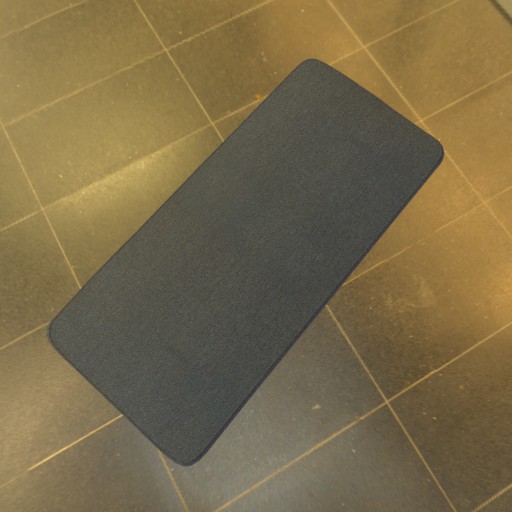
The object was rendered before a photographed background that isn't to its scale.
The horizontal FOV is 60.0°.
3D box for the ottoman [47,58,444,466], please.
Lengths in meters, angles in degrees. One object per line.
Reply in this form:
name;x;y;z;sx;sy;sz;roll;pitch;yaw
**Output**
ottoman;0.000;0.000;1.367;0.515;0.460;1.110;39;78;10
